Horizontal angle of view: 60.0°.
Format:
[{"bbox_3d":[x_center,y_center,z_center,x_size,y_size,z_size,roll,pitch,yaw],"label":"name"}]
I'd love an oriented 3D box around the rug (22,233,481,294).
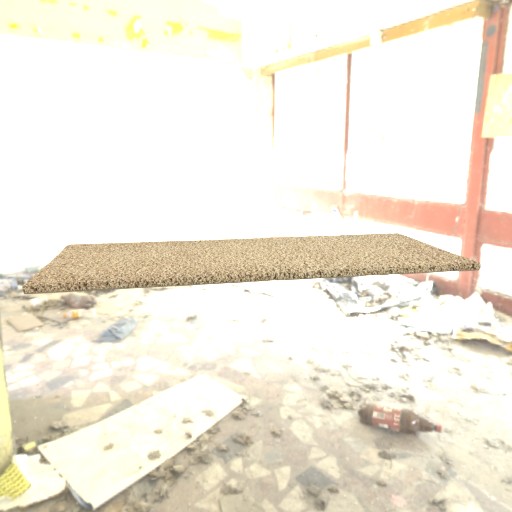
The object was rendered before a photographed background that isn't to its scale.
[{"bbox_3d":[0.000,0.000,1.733,1.524,0.030,0.609,-2,14,-10],"label":"rug"}]
